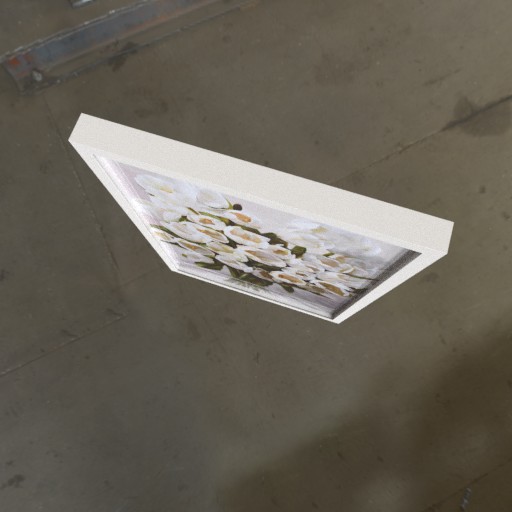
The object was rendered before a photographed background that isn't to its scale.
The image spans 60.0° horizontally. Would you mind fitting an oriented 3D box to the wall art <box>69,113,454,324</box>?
[{"bbox_3d":[0.000,0.000,0.536,0.293,0.428,0.025,17,75,5],"label":"wall art"}]
